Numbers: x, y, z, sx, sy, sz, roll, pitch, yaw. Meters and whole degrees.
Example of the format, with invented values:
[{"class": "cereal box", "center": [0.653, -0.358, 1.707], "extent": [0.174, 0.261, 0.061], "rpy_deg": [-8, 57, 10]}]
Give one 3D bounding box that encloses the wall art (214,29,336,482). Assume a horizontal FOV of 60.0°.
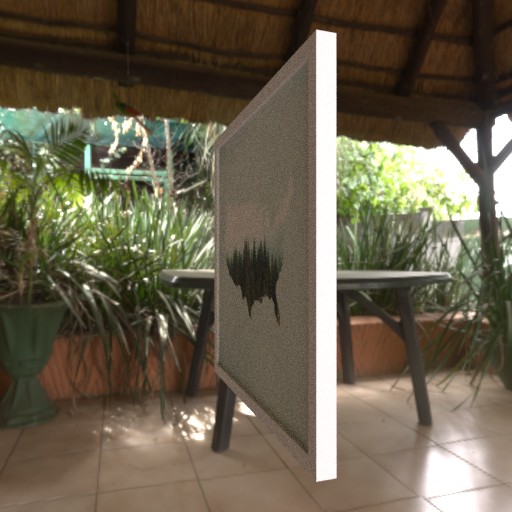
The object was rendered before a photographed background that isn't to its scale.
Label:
[{"class": "wall art", "center": [0.000, 0.000, 1.114], "extent": [0.038, 0.762, 0.762], "rpy_deg": [0, 0, -18]}]
